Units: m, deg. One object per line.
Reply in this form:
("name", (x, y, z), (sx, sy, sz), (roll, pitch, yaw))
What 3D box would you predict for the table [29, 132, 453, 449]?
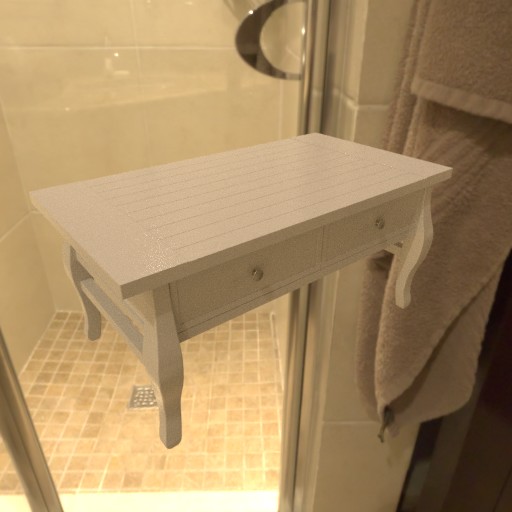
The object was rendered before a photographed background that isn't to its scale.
("table", (0.000, 0.000, 1.372), (1.062, 0.495, 0.600), (-21, 35, -33))
